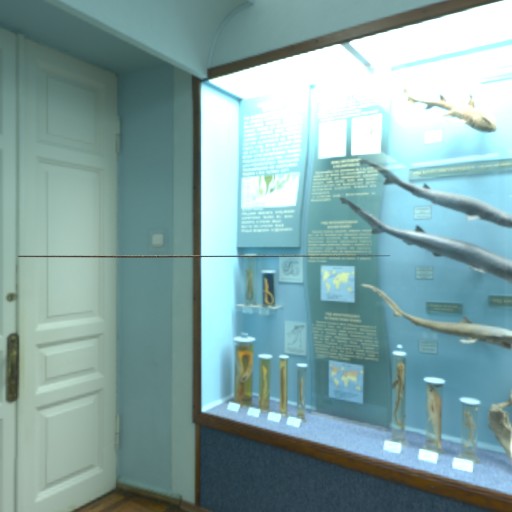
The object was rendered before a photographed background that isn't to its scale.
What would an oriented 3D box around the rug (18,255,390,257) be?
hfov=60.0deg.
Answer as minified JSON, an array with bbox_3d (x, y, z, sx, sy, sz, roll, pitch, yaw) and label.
[{"bbox_3d":[0.000,0.000,2.682,0.792,0.006,2.437,0,0,36],"label":"rug"}]
